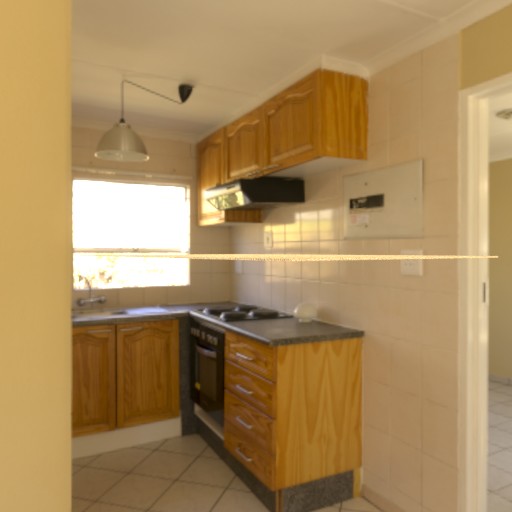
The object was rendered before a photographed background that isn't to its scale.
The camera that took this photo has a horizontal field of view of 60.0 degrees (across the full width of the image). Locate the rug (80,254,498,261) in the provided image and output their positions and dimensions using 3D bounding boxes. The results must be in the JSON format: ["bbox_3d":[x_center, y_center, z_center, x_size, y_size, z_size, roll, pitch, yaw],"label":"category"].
[{"bbox_3d":[0.000,0.000,2.149,1.142,0.006,1.752,0,1,-38],"label":"rug"}]
